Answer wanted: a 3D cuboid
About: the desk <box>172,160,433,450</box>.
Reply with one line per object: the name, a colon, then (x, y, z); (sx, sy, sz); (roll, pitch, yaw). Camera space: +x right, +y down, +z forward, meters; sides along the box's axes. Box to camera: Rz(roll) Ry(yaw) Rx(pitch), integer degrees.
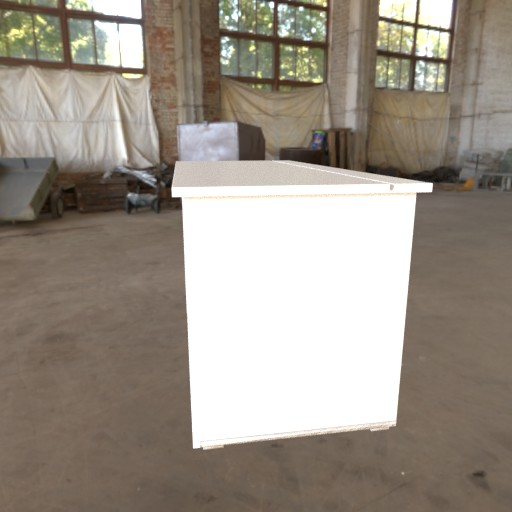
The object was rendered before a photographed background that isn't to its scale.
desk: (0.000, 0.000, 1.950); (0.670, 0.760, 1.580); (-2, 14, -9)
